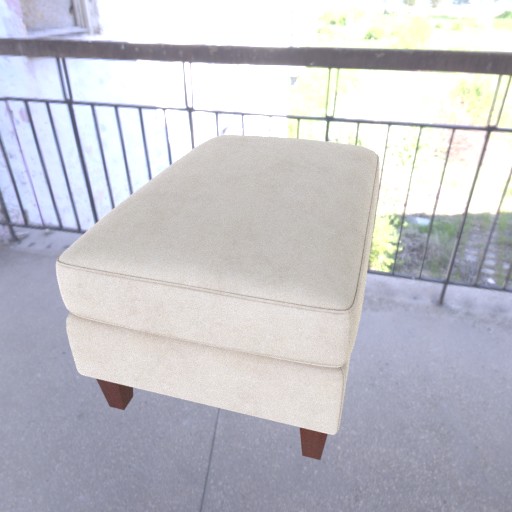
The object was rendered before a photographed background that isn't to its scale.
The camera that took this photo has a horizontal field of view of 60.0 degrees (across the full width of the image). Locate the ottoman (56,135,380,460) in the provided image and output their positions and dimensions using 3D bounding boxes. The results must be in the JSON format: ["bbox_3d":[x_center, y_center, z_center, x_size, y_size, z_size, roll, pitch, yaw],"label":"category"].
[{"bbox_3d":[0.000,0.000,1.194,0.584,0.483,0.864,9,32,14],"label":"ottoman"}]
